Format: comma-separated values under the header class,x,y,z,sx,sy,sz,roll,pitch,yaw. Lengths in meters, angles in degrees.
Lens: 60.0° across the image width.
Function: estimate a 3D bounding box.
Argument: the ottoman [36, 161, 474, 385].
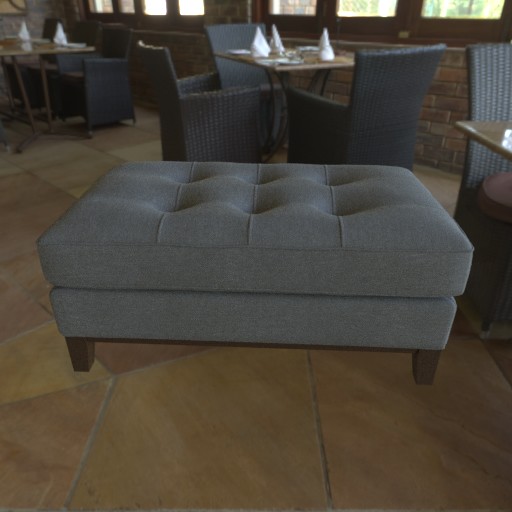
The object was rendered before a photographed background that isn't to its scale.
class,x,y,z,sx,sy,sz,roll,pitch,yaw
ottoman,0.000,0.000,1.478,1.143,0.514,0.648,1,29,3
